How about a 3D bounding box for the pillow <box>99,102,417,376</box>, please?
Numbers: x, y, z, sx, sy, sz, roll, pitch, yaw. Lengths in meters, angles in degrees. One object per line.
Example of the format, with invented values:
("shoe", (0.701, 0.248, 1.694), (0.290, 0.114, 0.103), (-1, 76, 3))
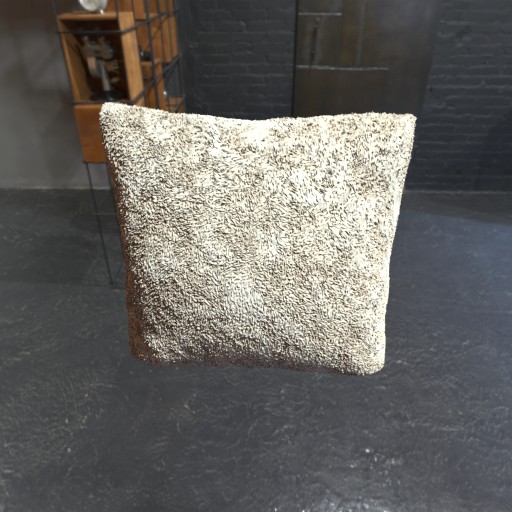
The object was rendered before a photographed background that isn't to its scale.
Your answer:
("pillow", (0.000, 0.000, 0.809), (0.529, 0.515, 0.218), (2, 32, 3))
